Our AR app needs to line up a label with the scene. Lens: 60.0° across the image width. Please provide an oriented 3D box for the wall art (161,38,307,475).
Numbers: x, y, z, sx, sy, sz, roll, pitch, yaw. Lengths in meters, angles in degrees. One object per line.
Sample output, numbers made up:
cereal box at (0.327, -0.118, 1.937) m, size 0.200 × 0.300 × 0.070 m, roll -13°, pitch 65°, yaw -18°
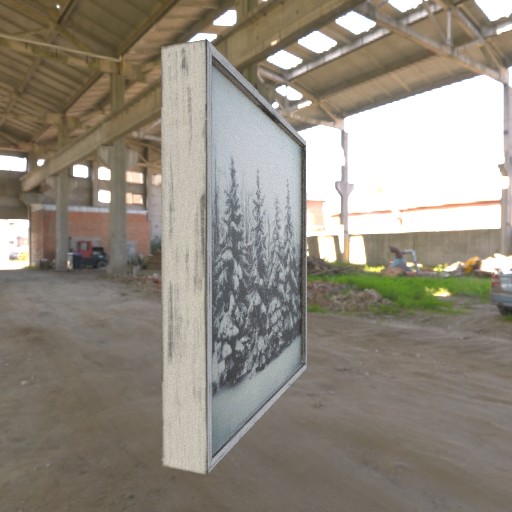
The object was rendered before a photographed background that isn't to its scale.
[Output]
wall art at (0.000, 0.000, 0.457) m, size 0.036 × 0.303 × 0.303 m, roll 0°, pitch 0°, yaw 20°
